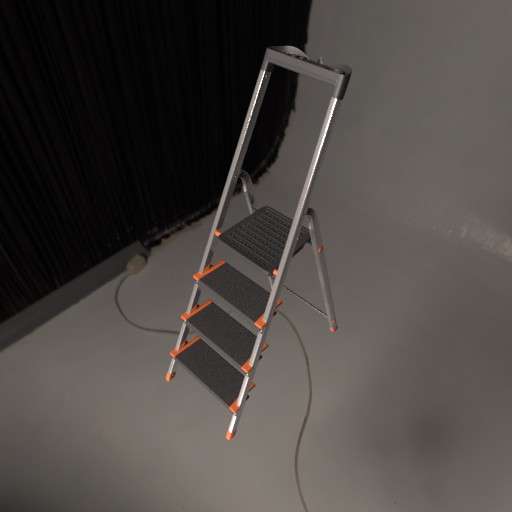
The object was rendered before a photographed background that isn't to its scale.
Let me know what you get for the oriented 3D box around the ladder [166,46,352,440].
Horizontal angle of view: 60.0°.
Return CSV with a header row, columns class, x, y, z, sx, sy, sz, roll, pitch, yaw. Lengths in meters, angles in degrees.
class,x,y,z,sx,sy,sz,roll,pitch,yaw
ladder,0.000,0.000,1.793,0.452,1.429,0.834,34,54,28
